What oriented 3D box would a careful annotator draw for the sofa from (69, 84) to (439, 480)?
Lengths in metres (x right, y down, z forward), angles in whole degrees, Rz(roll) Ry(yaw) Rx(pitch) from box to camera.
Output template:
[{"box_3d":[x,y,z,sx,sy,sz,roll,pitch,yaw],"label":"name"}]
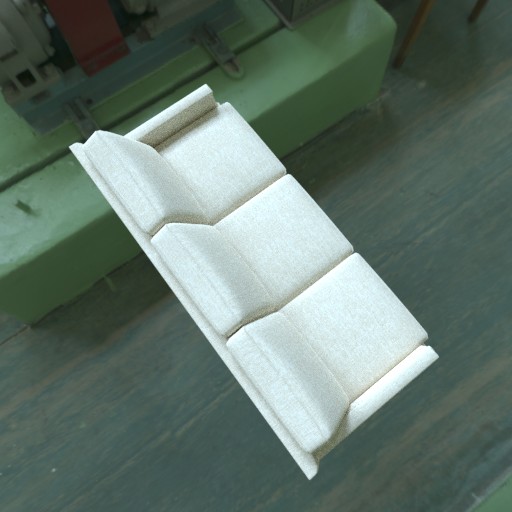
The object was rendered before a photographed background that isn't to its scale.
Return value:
[{"box_3d":[0.000,0.000,2.727,1.041,0.940,2.210,-36,77,-10],"label":"sofa"}]
